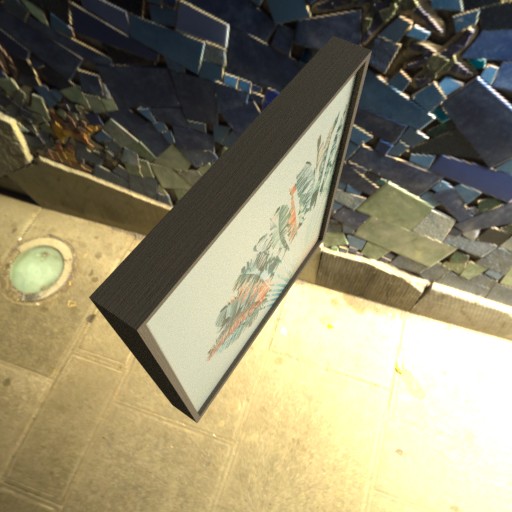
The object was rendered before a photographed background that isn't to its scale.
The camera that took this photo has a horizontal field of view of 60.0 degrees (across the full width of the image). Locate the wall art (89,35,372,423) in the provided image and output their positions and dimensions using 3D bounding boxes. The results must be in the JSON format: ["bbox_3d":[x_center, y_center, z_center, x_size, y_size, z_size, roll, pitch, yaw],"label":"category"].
[{"bbox_3d":[0.000,0.000,0.454,0.038,0.303,0.304,30,64,16],"label":"wall art"}]
